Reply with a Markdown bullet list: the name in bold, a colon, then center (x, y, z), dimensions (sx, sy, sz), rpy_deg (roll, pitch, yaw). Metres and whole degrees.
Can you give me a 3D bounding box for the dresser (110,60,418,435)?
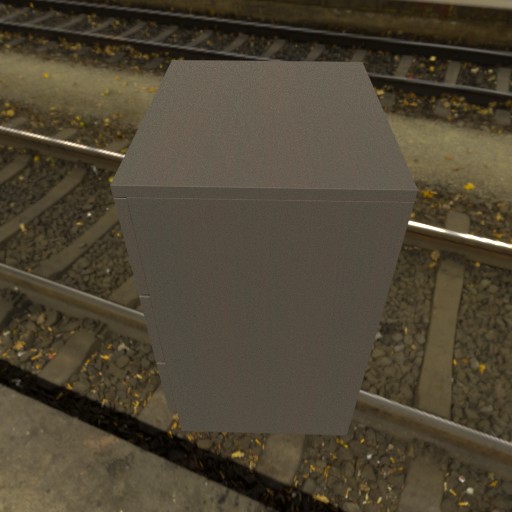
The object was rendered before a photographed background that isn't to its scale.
- **dresser**: center (0.000, 0.000, 0.816), dimensions (0.360, 0.560, 0.400), rpy_deg (1, 42, 1)
